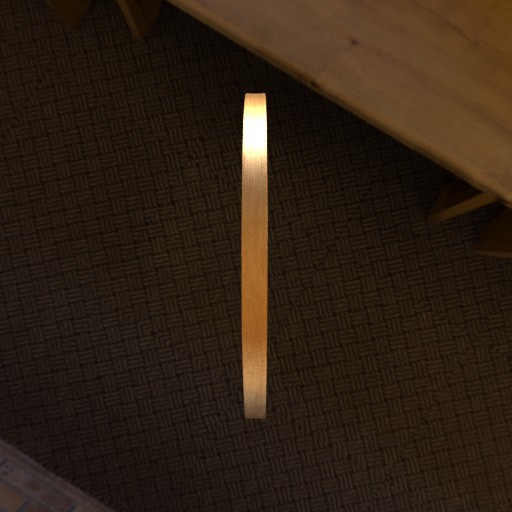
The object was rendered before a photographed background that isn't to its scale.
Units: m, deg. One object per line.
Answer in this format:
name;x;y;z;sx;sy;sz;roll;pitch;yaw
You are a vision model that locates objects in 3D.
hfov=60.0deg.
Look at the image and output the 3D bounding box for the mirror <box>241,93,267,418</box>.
mirror;0.000;0.000;0.821;0.032;0.565;0.565;0;90;0
